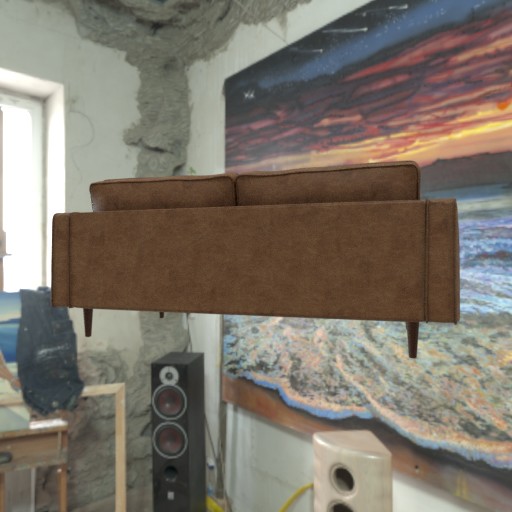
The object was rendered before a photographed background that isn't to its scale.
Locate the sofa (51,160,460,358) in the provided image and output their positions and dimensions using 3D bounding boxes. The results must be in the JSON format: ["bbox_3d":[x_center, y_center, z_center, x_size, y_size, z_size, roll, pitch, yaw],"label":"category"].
[{"bbox_3d":[0.000,0.000,2.379,1.920,0.825,0.924,0,0,18],"label":"sofa"}]
